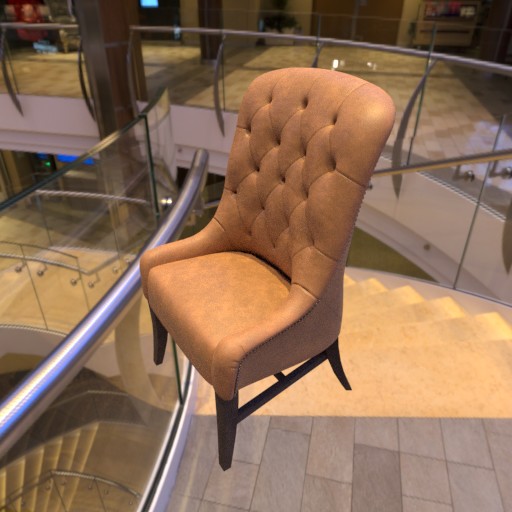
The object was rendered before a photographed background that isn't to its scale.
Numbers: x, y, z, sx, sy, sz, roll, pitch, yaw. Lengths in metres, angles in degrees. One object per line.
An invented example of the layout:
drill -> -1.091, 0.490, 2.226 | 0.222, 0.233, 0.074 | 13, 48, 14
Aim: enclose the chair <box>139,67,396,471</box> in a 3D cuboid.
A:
chair -> 0.000, 0.000, 1.460 | 0.629, 1.091, 0.634 | -19, 36, -28
